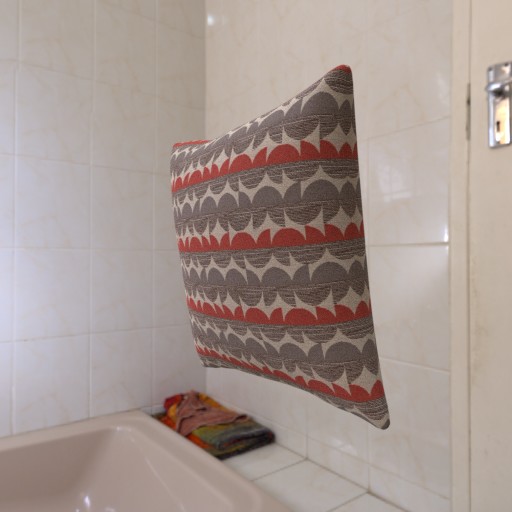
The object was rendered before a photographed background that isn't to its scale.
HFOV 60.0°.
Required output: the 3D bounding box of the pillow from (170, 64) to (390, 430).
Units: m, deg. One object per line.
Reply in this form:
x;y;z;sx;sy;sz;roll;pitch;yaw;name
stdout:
0.000;0.000;0.648;0.180;0.410;0.420;0;-1;-36;pillow
